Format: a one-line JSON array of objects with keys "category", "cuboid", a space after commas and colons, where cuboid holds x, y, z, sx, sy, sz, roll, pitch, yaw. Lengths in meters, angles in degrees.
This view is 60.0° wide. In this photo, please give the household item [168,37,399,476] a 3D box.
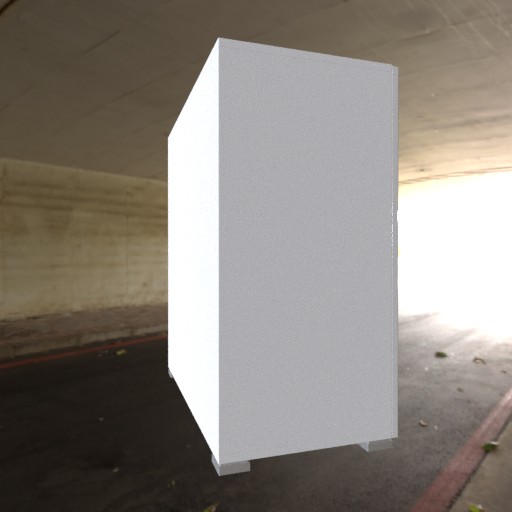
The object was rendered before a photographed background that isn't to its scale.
[{"category": "household item", "cuboid": [0.000, 0.000, 1.324, 0.420, 0.870, 0.800, 0, 0, -18]}]
